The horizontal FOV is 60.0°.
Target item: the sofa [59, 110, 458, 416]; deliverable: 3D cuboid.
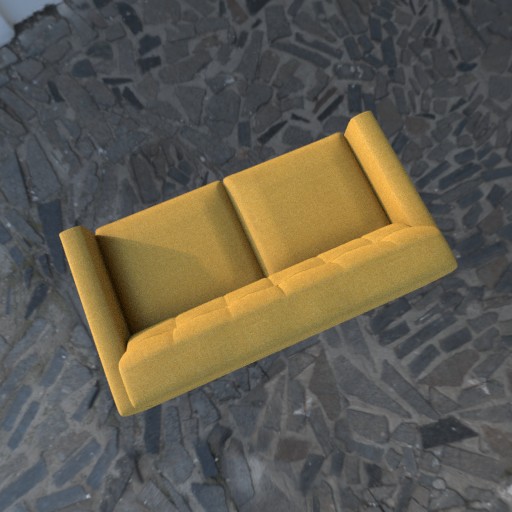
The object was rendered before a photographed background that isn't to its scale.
[{"bbox_3d":[0.000,0.000,2.173,1.631,0.841,0.909,-23,77,-6],"label":"sofa"}]
